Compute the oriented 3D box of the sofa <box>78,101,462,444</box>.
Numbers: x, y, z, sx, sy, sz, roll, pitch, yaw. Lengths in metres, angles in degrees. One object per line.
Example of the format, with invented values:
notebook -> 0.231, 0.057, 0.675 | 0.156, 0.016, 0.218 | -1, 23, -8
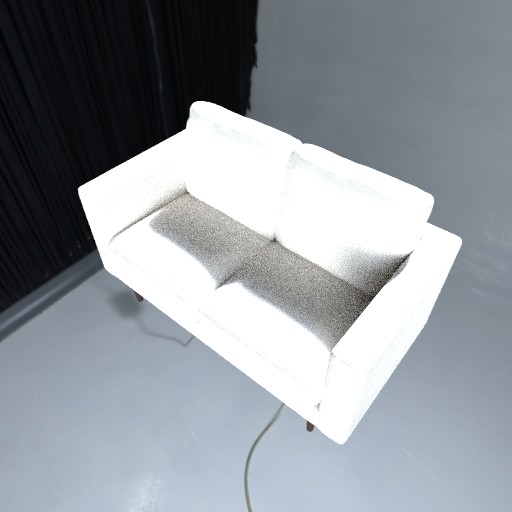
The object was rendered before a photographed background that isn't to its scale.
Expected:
sofa -> 0.000, 0.000, 1.972 | 1.430, 0.908, 0.796 | 30, 53, 27
